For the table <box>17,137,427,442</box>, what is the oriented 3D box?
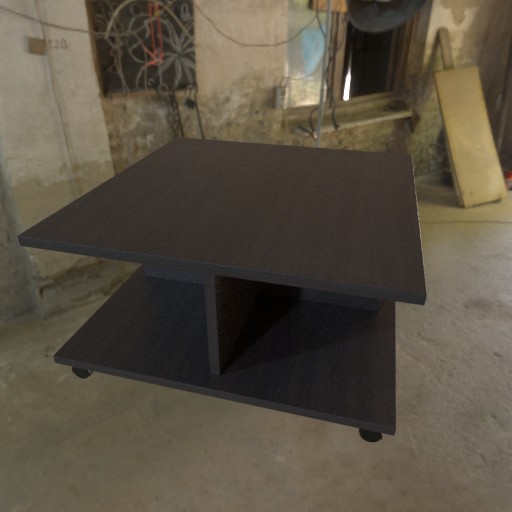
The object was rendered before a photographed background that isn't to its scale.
[{"bbox_3d":[0.000,0.000,1.196,0.762,0.396,0.762,8,31,13],"label":"table"}]
